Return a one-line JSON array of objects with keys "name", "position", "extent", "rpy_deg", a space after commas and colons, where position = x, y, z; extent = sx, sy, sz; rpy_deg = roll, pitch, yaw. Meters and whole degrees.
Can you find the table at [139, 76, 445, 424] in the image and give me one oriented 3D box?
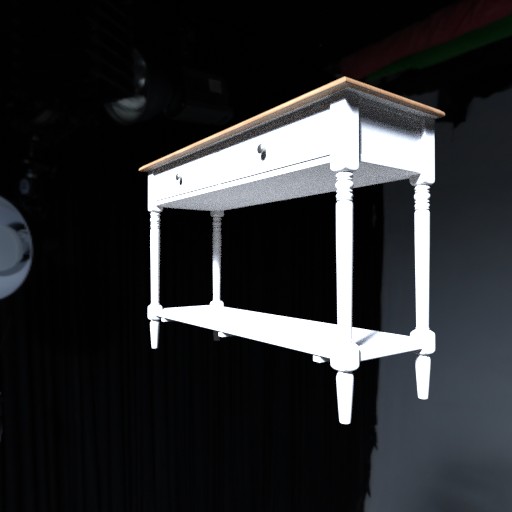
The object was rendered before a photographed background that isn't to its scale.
[{"name": "table", "position": [0.000, 0.000, 1.591], "extent": [0.399, 0.800, 1.219], "rpy_deg": [0, -1, -36]}]
